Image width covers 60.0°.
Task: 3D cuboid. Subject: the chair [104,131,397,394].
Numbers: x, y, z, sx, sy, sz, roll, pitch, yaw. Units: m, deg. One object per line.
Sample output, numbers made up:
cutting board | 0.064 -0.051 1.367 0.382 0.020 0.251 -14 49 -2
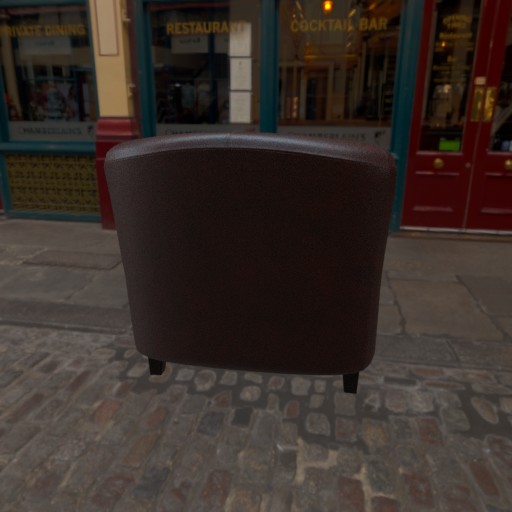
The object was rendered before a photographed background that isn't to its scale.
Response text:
chair | 0.000 0.000 1.383 0.792 0.756 0.727 3 17 9
